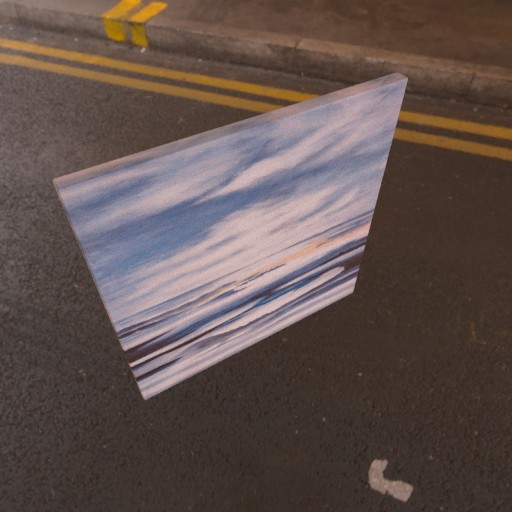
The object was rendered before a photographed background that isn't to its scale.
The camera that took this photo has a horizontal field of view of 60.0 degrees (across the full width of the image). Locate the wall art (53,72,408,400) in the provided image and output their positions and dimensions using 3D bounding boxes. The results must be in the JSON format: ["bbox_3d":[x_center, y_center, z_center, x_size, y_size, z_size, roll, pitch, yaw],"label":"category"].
[{"bbox_3d":[0.000,0.000,1.107,0.747,0.747,0.035,-24,51,-20],"label":"wall art"}]
